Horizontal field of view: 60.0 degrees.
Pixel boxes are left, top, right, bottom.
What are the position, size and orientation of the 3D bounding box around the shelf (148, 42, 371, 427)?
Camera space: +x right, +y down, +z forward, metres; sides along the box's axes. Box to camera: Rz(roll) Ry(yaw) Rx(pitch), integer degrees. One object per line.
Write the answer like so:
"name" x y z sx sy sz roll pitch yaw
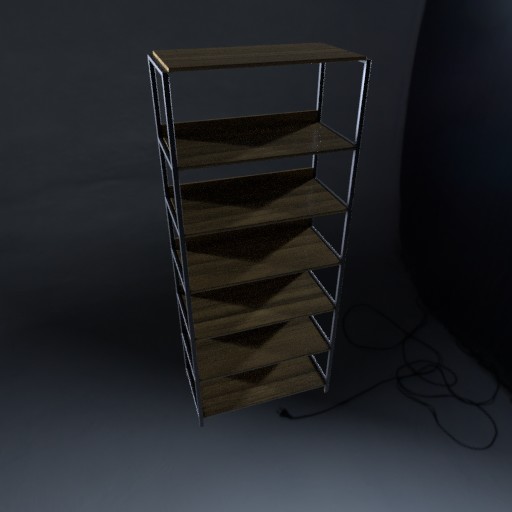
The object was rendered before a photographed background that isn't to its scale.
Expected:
"shelf" 0.000 0.000 2.398 0.847 2.015 0.431 -10 34 -15
